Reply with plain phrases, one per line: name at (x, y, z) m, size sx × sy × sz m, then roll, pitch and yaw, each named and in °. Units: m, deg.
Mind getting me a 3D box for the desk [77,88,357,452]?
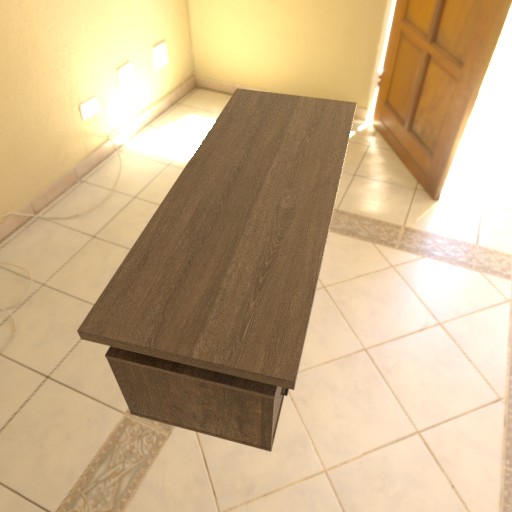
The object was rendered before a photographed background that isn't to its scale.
desk at (0.000, 0.000, 1.932) m, size 0.600 × 0.760 × 1.524 m, roll 11°, pitch 46°, yaw 10°
